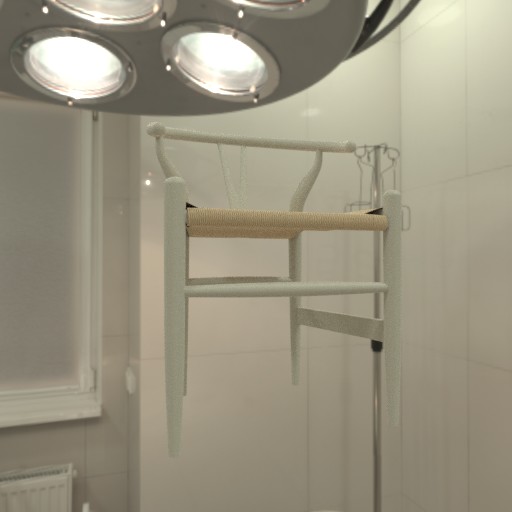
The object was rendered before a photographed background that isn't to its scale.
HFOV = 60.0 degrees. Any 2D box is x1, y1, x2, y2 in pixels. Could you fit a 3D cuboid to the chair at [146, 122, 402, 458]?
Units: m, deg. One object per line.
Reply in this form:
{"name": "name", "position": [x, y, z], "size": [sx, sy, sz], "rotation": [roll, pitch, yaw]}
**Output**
{"name": "chair", "position": [0.000, 0.000, 1.107], "size": [0.533, 0.736, 0.500], "rotation": [0, -1, -19]}
